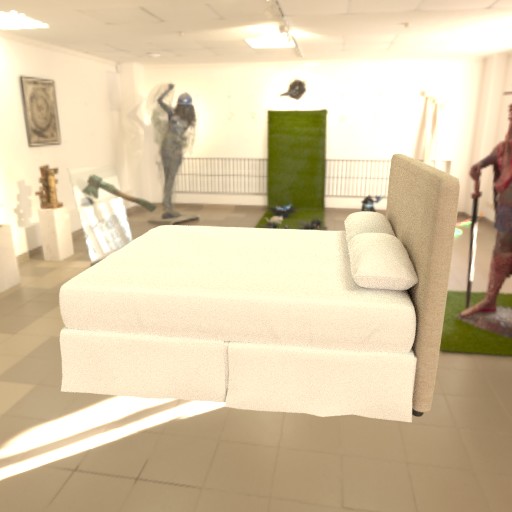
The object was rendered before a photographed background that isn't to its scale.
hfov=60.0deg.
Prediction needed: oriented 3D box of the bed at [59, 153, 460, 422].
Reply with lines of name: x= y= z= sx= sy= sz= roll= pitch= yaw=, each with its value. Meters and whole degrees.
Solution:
bed: x=0.000 y=0.000 z=3.099 sx=2.162 sy=1.330 sz=1.713 roll=3 pitch=17 yaw=9
